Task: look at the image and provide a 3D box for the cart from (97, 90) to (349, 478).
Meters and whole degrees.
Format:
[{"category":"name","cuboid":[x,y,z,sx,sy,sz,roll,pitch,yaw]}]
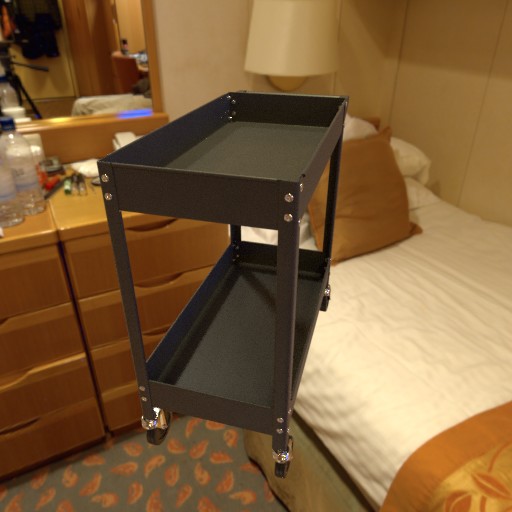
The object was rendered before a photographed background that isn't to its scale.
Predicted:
[{"category":"cart","cuboid":[0.000,0.000,1.172,0.366,0.719,0.779,8,31,14]}]
